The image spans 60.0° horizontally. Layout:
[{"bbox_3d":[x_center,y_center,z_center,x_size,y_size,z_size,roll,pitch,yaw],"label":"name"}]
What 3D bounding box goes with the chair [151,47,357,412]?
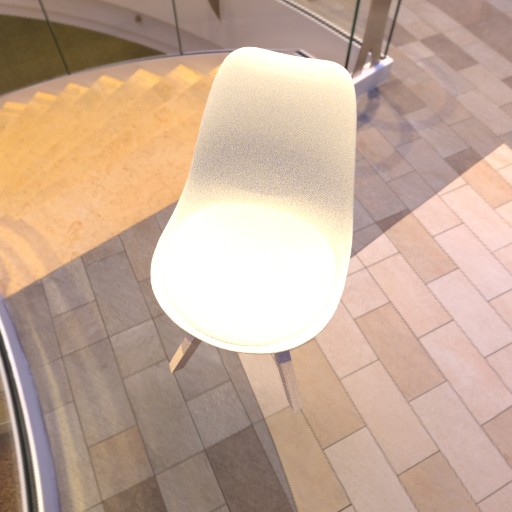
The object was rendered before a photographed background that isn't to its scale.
[{"bbox_3d":[0.000,0.000,1.192,0.485,0.850,0.550,15,58,9],"label":"chair"}]
